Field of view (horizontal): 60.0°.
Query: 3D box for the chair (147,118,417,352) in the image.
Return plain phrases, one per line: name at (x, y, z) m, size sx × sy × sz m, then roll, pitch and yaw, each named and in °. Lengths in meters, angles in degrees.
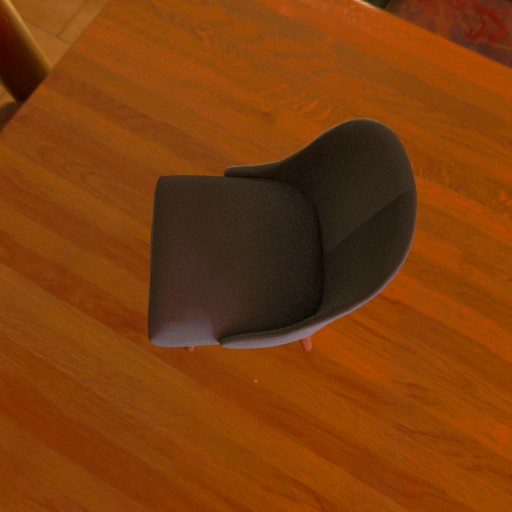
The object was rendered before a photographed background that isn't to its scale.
chair at (0.000, 0.000, 1.230) m, size 0.589 × 0.882 × 0.503 m, roll 0°, pitch 74°, yaw 0°
